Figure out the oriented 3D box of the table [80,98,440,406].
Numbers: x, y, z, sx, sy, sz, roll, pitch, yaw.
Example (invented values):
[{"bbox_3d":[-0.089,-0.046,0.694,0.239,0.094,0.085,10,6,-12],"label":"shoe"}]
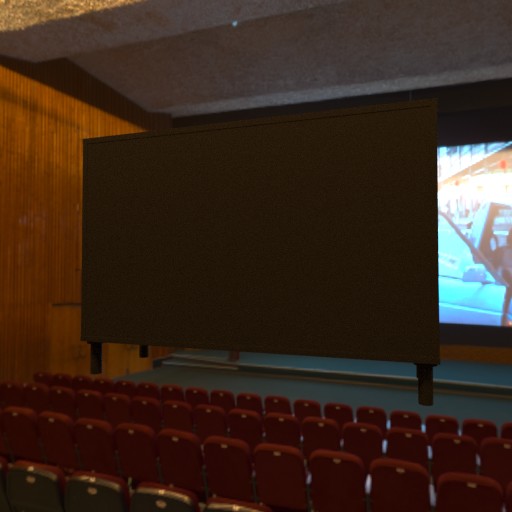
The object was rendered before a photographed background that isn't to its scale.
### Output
[{"bbox_3d":[0.000,0.000,1.600,1.200,0.855,0.400,-1,-2,19],"label":"table"}]
